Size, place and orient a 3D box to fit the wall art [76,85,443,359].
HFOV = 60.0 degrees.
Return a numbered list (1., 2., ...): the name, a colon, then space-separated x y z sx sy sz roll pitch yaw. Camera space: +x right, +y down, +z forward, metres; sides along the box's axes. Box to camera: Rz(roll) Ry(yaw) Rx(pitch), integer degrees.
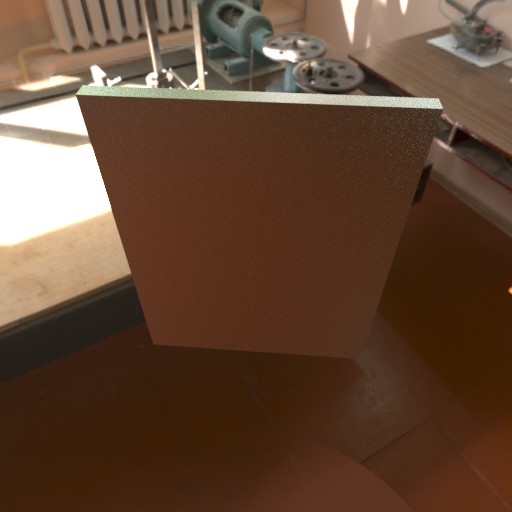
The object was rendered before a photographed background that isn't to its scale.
1. wall art: 0.000 0.000 0.750 0.444 0.569 0.025 3 47 3
